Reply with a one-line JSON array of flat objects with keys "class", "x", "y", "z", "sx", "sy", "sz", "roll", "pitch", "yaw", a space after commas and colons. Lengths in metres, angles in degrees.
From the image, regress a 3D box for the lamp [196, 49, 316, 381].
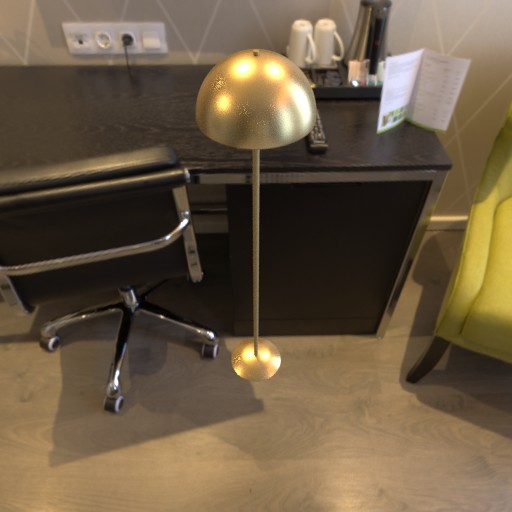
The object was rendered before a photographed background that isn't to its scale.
[{"class": "lamp", "x": 0.000, "y": 0.000, "z": 1.628, "sx": 0.328, "sy": 1.480, "sz": 0.328, "roll": -24, "pitch": 52, "yaw": -21}]
